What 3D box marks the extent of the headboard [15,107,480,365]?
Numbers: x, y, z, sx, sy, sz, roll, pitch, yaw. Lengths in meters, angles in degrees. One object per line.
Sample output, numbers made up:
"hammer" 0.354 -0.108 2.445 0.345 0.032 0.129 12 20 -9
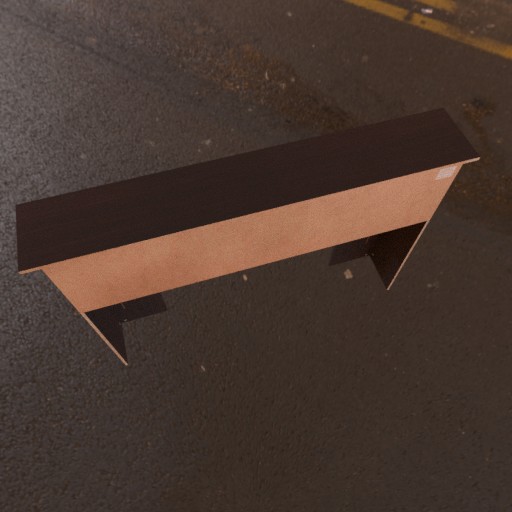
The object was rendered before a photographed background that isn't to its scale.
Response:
"headboard" 0.000 0.000 2.074 1.671 1.092 0.279 -15 61 -8
